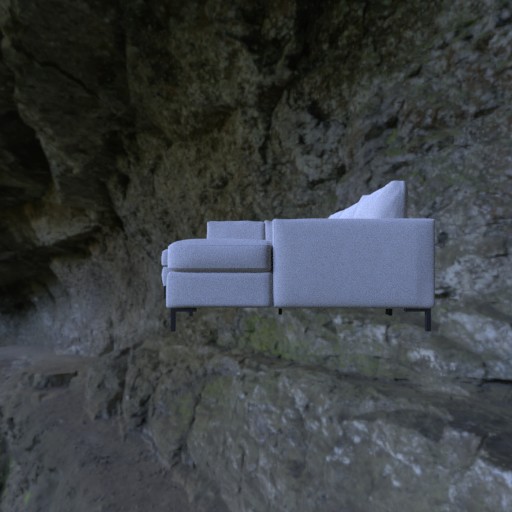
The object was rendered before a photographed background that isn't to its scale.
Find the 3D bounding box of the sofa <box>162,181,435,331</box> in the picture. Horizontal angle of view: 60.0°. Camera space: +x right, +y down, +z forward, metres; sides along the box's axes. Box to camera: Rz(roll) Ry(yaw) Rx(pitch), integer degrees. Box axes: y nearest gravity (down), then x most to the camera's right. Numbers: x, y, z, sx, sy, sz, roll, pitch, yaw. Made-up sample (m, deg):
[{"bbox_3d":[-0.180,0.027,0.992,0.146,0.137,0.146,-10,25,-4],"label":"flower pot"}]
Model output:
[{"bbox_3d":[0.000,0.000,3.895,1.989,0.862,2.984,0,-1,0],"label":"sofa"}]
